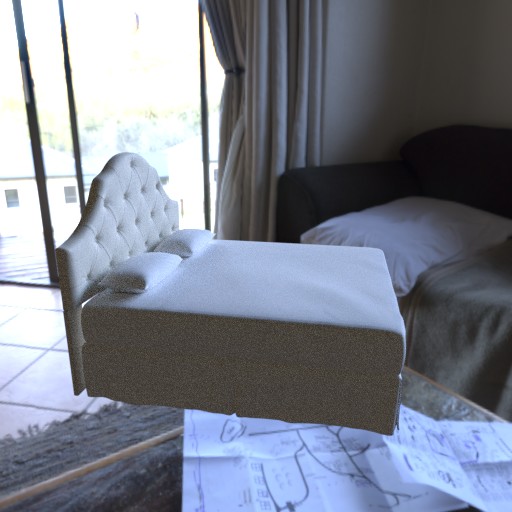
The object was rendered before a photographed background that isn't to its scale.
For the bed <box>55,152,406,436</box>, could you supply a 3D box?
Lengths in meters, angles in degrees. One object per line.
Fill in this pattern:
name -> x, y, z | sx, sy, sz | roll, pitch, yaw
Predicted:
bed -> 0.000, 0.000, 3.590 | 2.214, 1.615, 2.008 | 3, 17, 11
